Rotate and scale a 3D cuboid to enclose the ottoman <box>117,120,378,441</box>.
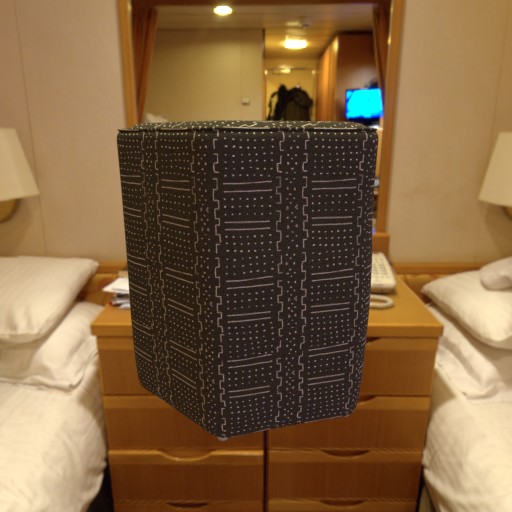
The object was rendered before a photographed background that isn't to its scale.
[{"bbox_3d":[0.000,0.000,0.877,0.494,0.502,0.443,14,21,42],"label":"ottoman"}]
